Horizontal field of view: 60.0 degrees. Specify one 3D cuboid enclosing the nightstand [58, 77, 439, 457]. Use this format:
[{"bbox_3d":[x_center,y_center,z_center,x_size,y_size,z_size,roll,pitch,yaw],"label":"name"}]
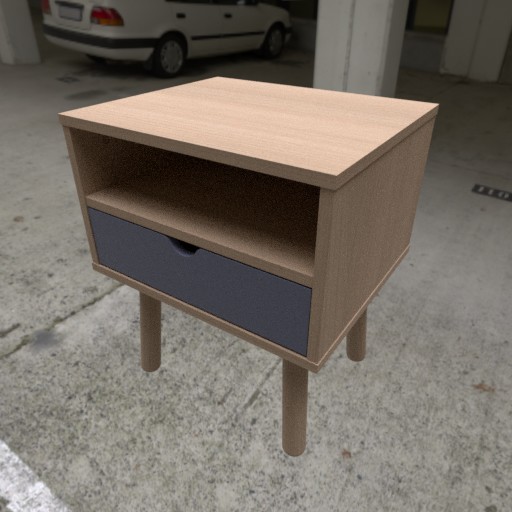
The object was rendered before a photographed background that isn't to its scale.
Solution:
[{"bbox_3d":[0.000,0.000,0.819,0.450,0.530,0.380,19,36,29],"label":"nightstand"}]
